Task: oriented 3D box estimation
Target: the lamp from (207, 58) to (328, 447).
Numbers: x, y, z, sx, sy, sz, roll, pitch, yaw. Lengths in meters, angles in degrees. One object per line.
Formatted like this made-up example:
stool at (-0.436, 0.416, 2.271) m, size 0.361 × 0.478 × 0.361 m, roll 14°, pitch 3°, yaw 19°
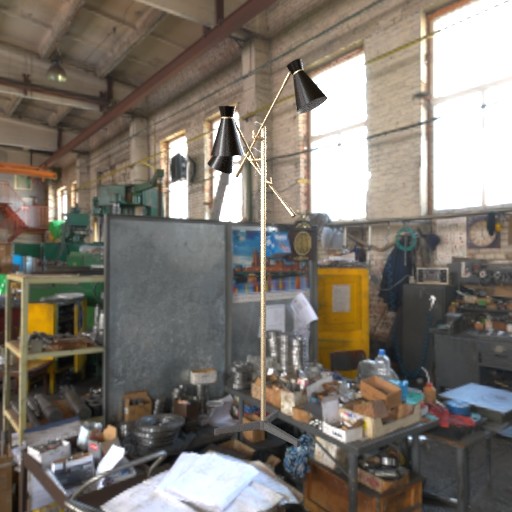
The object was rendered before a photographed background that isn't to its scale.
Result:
lamp at (0.000, 0.000, 2.218) m, size 0.750 × 1.804 × 0.653 m, roll 0°, pitch 0°, yaw 19°
